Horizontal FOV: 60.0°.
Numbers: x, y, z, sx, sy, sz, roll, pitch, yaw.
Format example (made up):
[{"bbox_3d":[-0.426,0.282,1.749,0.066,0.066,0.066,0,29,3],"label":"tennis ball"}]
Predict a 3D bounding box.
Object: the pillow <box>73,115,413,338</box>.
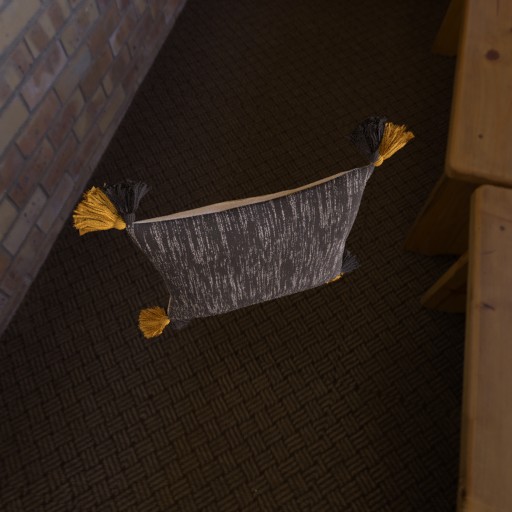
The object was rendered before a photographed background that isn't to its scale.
[{"bbox_3d":[0.000,0.000,1.009,0.654,0.659,0.139,-15,63,-8],"label":"pillow"}]
